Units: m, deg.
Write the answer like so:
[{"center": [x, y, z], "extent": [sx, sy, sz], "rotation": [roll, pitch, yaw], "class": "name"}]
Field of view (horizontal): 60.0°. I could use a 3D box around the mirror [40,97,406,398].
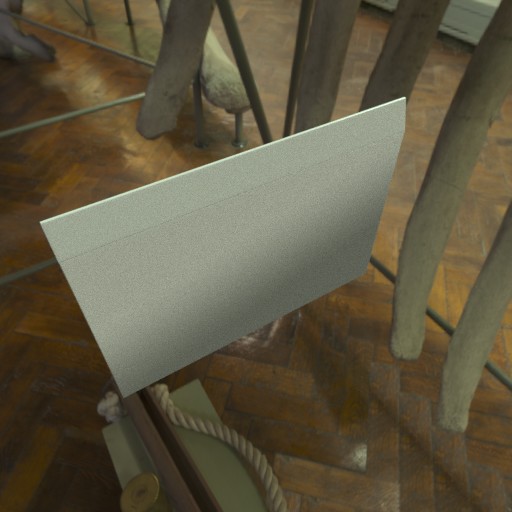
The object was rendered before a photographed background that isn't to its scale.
[{"center": [0.000, 0.000, 1.151], "extent": [0.870, 0.630, 0.030], "rotation": [-24, 51, -21], "class": "mirror"}]
